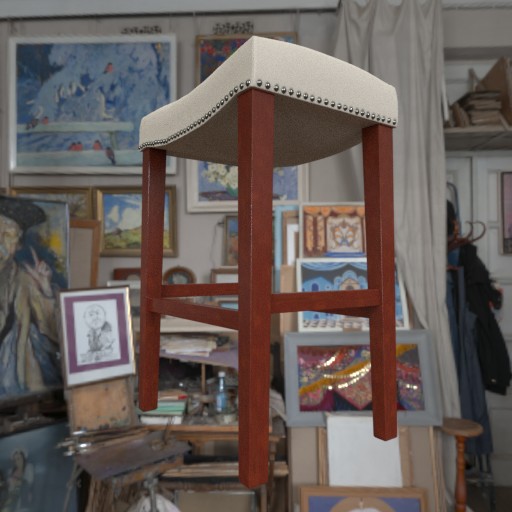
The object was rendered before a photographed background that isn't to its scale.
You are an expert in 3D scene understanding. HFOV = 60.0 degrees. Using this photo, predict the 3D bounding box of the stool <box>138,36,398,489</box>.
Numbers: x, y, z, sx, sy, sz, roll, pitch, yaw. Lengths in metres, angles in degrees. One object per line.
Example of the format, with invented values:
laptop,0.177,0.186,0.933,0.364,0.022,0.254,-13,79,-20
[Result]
stool,0.000,0.000,0.996,0.372,0.742,0.504,1,-2,-35
